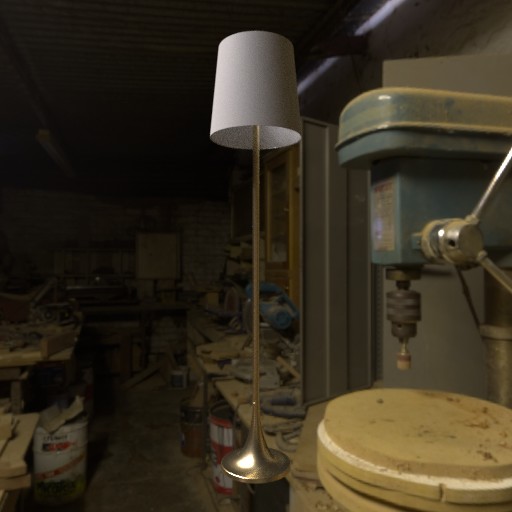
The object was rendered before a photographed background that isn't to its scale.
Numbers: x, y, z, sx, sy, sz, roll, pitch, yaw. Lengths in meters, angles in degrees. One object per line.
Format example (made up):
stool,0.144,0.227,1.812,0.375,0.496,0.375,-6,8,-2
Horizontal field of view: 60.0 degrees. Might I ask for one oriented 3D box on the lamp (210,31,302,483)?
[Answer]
lamp,0.000,0.000,1.634,0.337,1.543,0.337,0,0,0
